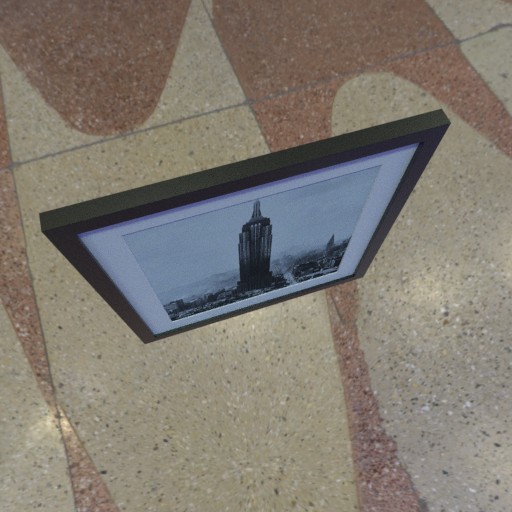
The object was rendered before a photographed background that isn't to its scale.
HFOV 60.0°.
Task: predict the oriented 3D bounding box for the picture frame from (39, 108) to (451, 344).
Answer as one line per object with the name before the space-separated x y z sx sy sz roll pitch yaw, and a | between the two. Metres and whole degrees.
picture frame | 0.000 0.000 0.835 0.559 0.557 0.029 -16 66 -8
